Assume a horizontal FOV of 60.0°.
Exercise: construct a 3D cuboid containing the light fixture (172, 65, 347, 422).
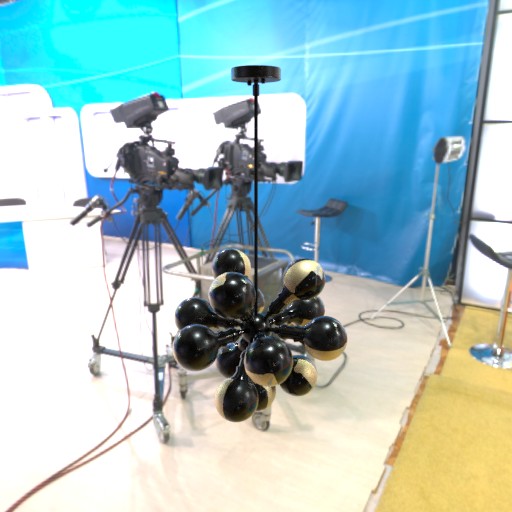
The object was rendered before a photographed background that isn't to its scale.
[{"bbox_3d":[0.000,0.000,1.094,0.420,0.859,0.468,-2,16,-8],"label":"light fixture"}]
